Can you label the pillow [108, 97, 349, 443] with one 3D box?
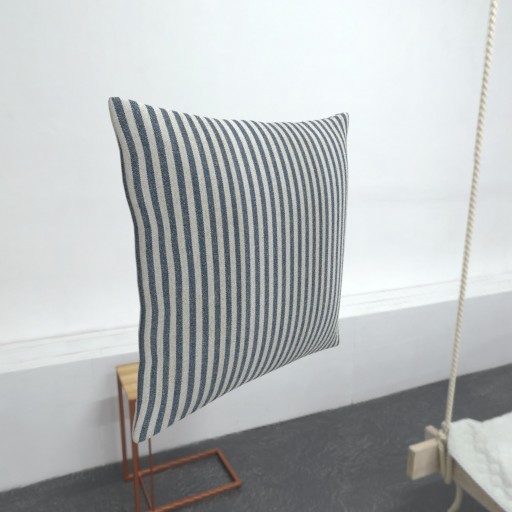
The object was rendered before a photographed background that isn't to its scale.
[{"bbox_3d":[0.000,0.000,0.793,0.523,0.510,0.166,-13,20,-42],"label":"pillow"}]
